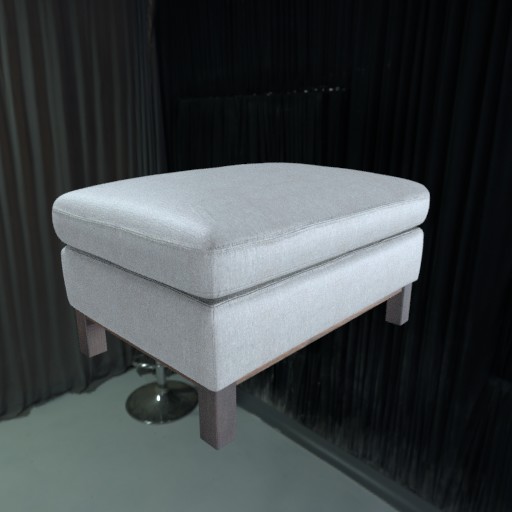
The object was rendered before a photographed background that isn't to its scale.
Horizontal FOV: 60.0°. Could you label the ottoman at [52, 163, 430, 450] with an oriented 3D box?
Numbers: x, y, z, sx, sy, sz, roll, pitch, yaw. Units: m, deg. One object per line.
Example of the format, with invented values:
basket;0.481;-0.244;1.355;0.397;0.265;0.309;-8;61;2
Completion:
ottoman;0.000;0.000;1.029;0.528;0.404;0.735;15;22;41
